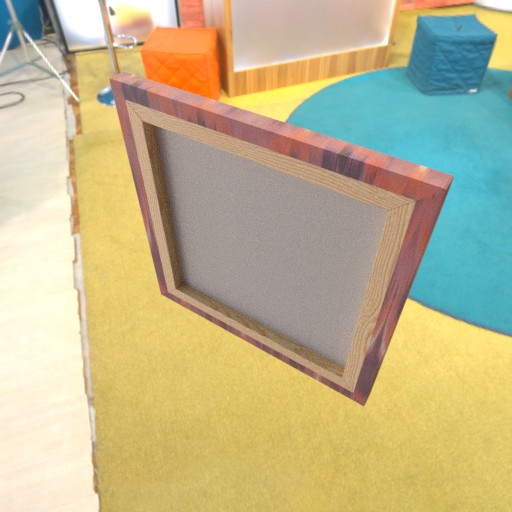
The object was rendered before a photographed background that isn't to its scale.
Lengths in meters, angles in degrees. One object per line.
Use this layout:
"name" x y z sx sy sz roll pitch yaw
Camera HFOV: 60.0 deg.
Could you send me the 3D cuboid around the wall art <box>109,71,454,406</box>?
"wall art" 0.000 0.000 0.908 0.603 0.609 0.037 25 51 22
